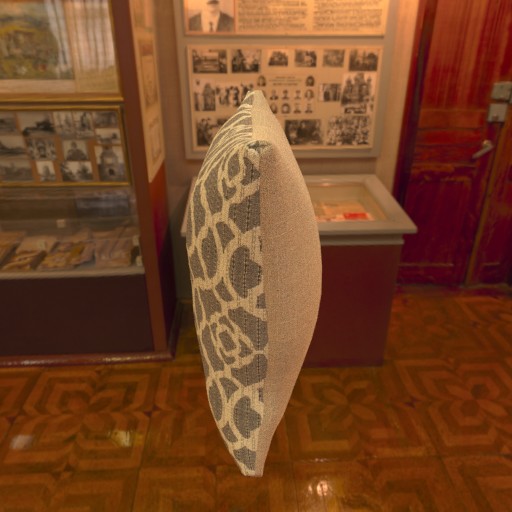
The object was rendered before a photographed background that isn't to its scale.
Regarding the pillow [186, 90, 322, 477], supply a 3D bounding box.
[{"bbox_3d":[0.000,0.000,0.770,0.215,0.498,0.508,0,26,-1],"label":"pillow"}]
